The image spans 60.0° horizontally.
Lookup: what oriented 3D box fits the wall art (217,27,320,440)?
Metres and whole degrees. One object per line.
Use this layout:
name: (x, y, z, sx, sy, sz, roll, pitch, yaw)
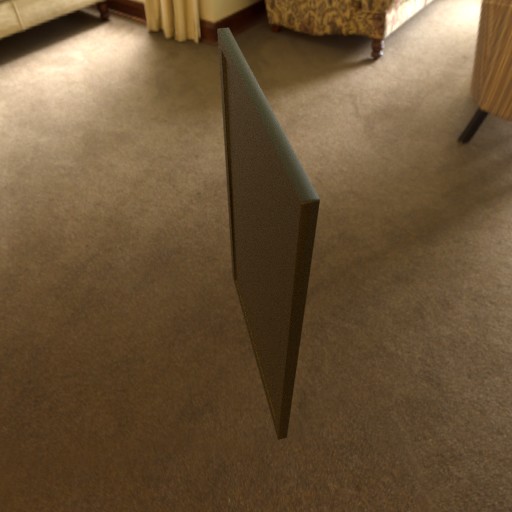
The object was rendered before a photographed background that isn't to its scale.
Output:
wall art: (0.000, 0.000, 0.555, 0.013, 0.431, 0.303, -11, 49, -9)
